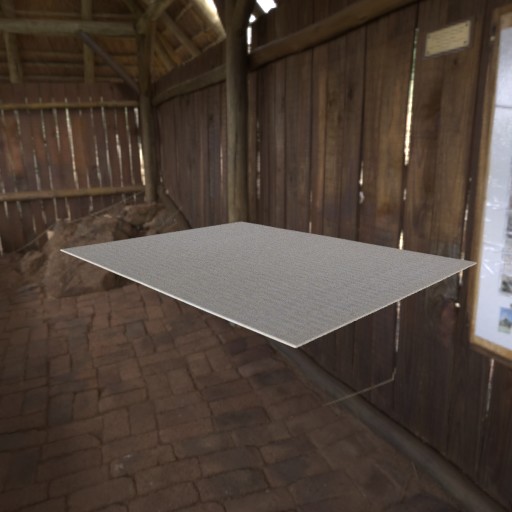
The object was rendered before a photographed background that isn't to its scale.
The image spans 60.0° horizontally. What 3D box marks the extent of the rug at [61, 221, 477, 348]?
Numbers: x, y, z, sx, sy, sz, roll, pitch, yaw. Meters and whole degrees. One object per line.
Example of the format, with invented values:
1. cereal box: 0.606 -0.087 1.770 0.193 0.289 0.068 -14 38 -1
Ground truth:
1. rug: 0.000 0.000 4.112 2.410 0.021 3.055 -13 19 -43
